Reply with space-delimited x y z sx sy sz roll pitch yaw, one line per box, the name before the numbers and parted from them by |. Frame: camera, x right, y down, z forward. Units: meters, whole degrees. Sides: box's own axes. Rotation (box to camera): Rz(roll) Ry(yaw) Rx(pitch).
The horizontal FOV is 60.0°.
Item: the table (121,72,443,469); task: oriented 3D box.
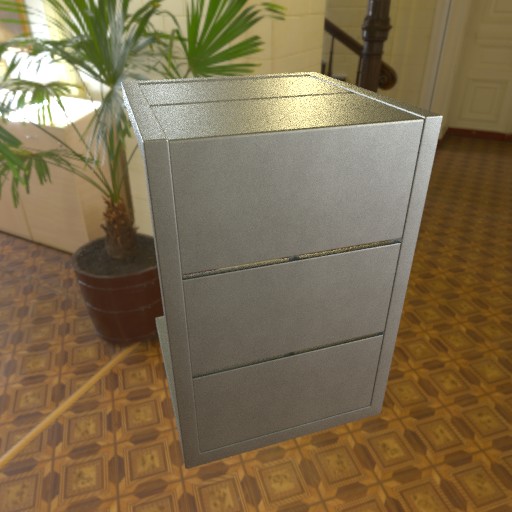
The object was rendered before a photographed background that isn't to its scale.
table | 0.000 0.000 0.880 0.405 0.609 0.420 -9 32 -15
